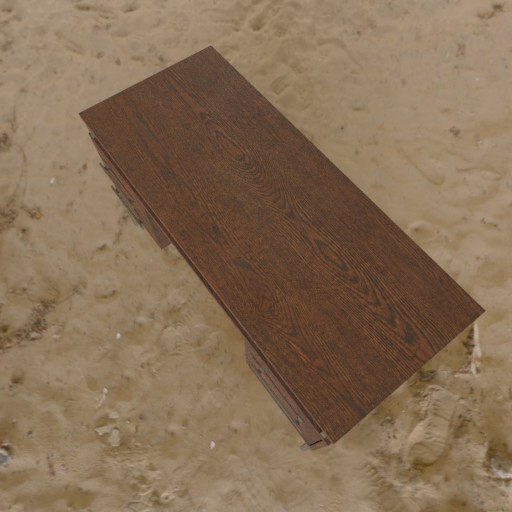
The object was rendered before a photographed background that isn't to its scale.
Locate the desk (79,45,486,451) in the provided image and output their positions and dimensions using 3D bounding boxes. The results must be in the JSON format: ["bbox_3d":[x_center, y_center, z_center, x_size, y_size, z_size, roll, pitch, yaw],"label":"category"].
[{"bbox_3d":[0.000,0.000,1.791,0.610,0.792,1.384,-35,69,-15],"label":"desk"}]
